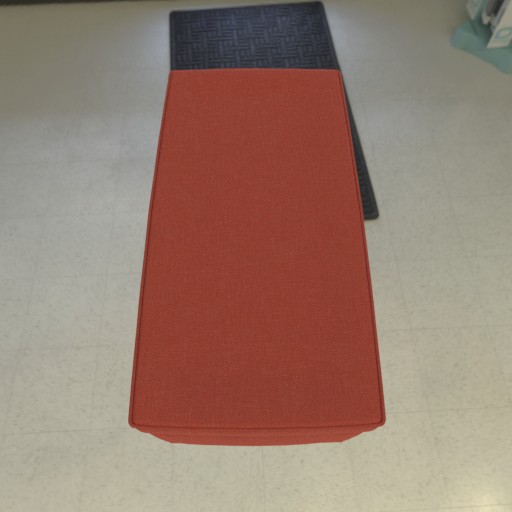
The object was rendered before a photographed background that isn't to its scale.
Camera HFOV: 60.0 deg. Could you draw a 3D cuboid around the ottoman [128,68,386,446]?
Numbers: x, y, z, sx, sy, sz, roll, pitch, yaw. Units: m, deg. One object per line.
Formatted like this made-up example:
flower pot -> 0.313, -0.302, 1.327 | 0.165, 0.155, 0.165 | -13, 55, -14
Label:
ottoman -> 0.000, 0.000, 1.207 | 0.497, 0.454, 0.948 | 0, 63, 0
